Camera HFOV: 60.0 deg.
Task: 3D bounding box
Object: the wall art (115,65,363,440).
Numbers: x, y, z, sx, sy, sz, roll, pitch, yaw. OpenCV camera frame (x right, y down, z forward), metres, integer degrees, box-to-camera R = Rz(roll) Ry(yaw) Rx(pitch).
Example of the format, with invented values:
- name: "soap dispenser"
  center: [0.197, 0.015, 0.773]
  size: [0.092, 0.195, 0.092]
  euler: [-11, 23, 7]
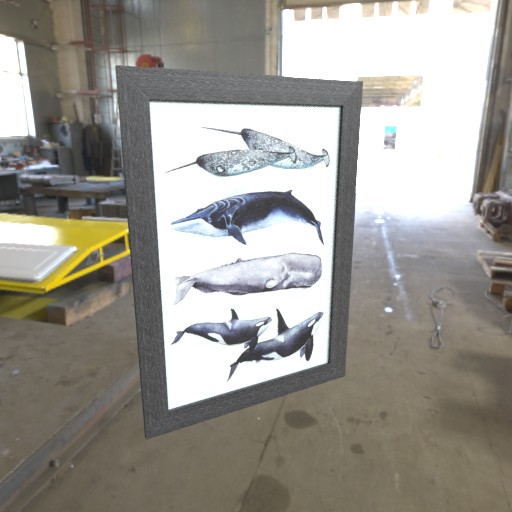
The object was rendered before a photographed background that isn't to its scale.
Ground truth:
- name: "wall art"
  center: [0.000, 0.000, 1.465]
  size: [0.810, 1.116, 0.016]
  euler: [-8, 18, -27]
